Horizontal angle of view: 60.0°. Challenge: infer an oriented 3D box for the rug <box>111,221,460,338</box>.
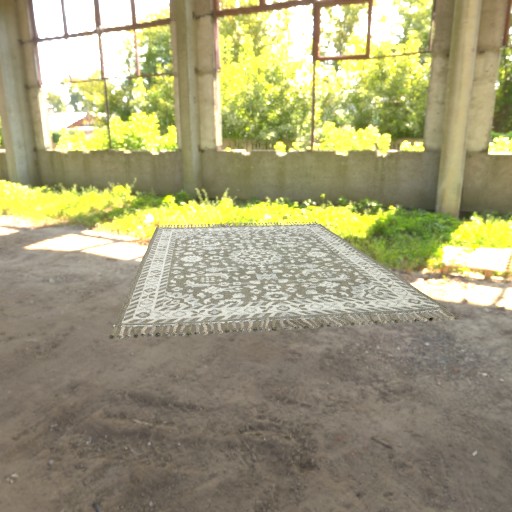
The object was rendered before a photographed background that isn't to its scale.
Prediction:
[{"bbox_3d":[0.000,0.000,3.037,1.530,0.025,2.431,-2,15,-7],"label":"rug"}]
